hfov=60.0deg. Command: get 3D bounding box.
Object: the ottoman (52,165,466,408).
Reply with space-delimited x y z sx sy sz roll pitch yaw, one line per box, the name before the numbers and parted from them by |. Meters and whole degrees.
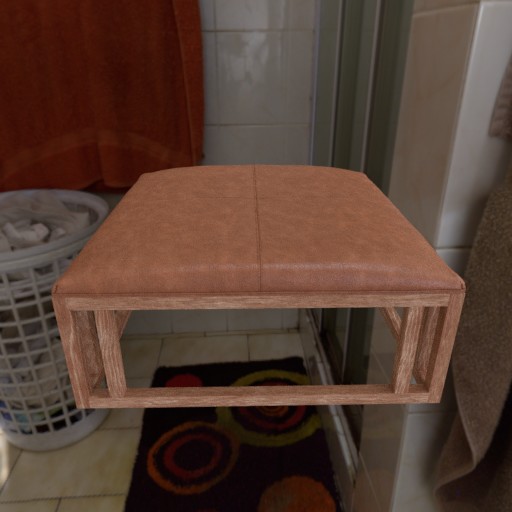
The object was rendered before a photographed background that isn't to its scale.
ottoman | 0.000 0.000 1.588 1.013 0.442 1.016 -1 26 -1
